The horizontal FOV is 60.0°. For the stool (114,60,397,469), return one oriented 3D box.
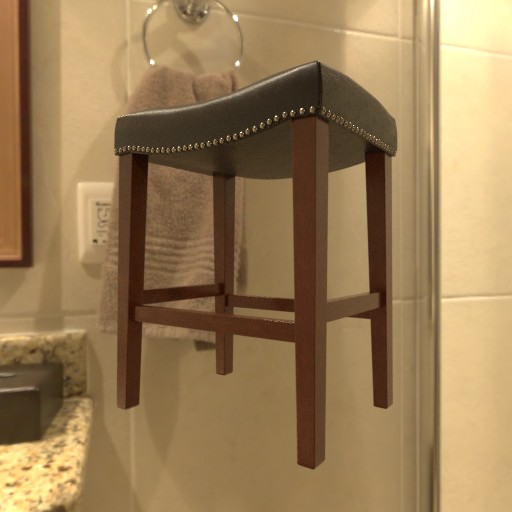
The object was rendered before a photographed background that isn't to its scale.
[{"bbox_3d":[0.000,0.000,0.961,0.504,0.654,0.372,0,0,36],"label":"stool"}]
